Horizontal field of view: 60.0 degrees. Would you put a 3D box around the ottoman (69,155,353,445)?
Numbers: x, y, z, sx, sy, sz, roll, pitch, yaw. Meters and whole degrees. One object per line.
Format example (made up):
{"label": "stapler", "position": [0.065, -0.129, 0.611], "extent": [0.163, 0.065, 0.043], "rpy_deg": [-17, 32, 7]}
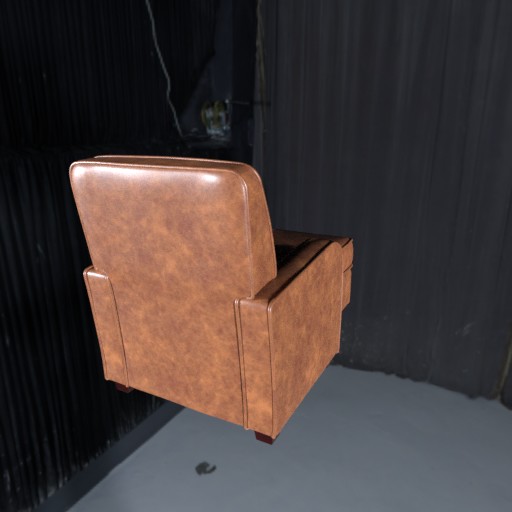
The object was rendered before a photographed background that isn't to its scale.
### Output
{"label": "ottoman", "position": [0.000, 0.000, 1.895], "extent": [0.732, 0.904, 1.314], "rpy_deg": [9, 19, 27]}
